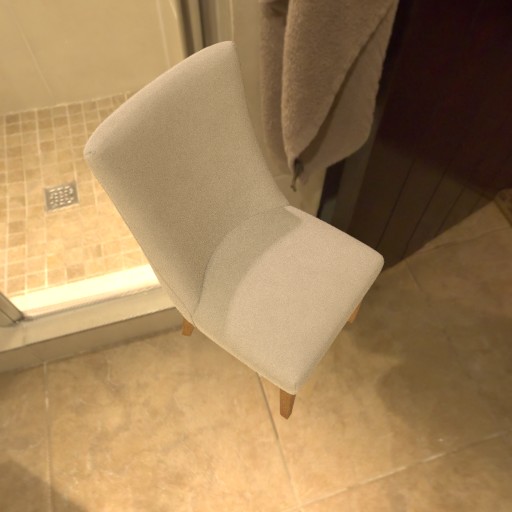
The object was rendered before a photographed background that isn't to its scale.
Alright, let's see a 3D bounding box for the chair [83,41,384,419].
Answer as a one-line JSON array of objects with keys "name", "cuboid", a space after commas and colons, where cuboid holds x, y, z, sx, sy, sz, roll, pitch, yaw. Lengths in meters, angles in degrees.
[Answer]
[{"name": "chair", "cuboid": [0.000, 0.000, 1.263, 0.610, 0.902, 0.495, 32, 63, 18]}]
